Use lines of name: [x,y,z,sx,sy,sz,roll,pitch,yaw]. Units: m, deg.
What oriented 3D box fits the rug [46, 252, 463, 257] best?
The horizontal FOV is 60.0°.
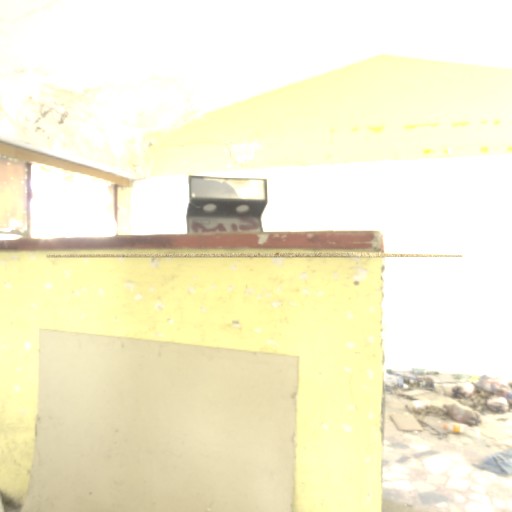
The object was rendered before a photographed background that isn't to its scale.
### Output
rug: [0.000,0.000,4.045,3.001,0.025,2.401,0,0,37]
